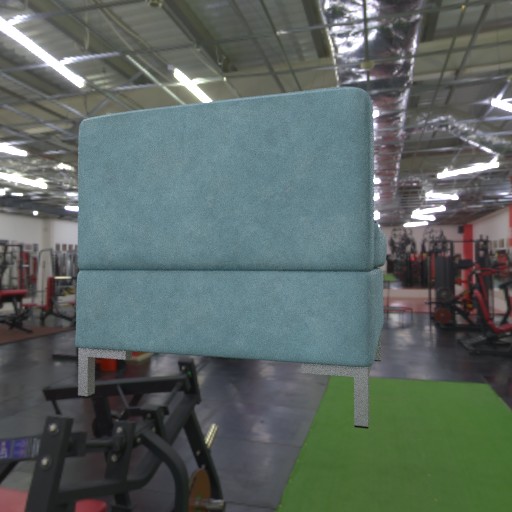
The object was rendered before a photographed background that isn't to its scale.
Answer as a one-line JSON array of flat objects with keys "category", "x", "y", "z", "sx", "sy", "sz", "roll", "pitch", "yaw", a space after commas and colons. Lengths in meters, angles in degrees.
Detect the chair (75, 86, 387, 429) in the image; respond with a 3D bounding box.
[{"category": "chair", "x": 0.000, "y": 0.000, "z": 1.239, "sx": 0.691, "sy": 0.660, "sz": 0.684, "roll": 0, "pitch": -1, "yaw": 18}]
